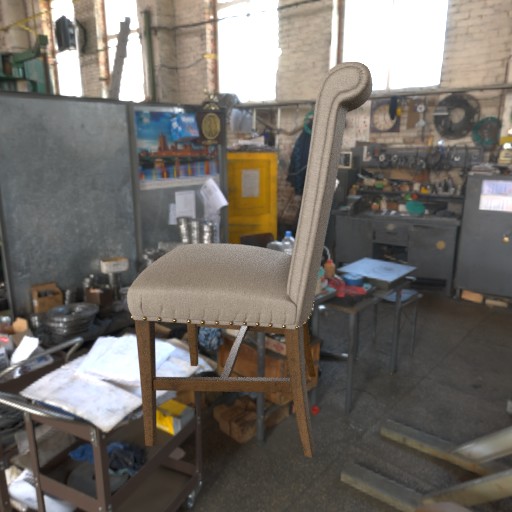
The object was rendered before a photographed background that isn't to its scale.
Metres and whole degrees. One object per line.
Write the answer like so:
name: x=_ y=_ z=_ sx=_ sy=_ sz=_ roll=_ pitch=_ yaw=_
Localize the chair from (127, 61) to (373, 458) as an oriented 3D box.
chair: x=0.000 y=0.000 z=1.315 sx=0.608 sy=0.988 sz=0.513 roll=2 pitch=14 yaw=7
